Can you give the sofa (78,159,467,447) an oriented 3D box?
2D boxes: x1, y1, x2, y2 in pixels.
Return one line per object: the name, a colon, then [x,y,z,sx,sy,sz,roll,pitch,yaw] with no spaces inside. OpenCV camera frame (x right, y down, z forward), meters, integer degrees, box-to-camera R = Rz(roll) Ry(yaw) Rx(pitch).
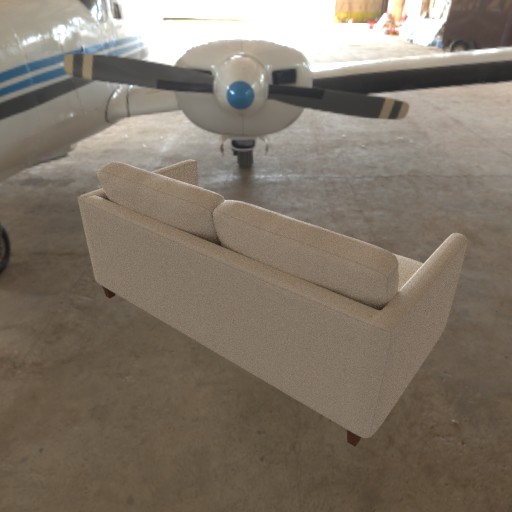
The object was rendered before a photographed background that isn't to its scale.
sofa: [0.000,0.000,2.518,1.981,0.889,0.965,22,36,33]
